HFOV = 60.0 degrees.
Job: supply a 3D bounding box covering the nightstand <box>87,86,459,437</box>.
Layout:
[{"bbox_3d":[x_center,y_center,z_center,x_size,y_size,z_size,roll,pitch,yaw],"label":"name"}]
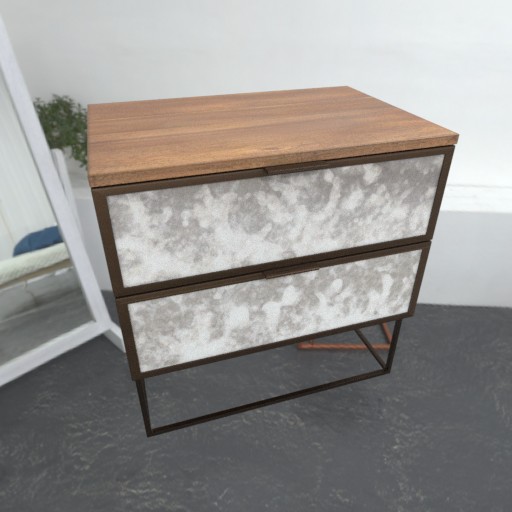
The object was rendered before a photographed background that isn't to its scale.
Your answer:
[{"bbox_3d":[0.000,0.000,0.998,0.605,0.611,0.427,-10,34,-15],"label":"nightstand"}]
